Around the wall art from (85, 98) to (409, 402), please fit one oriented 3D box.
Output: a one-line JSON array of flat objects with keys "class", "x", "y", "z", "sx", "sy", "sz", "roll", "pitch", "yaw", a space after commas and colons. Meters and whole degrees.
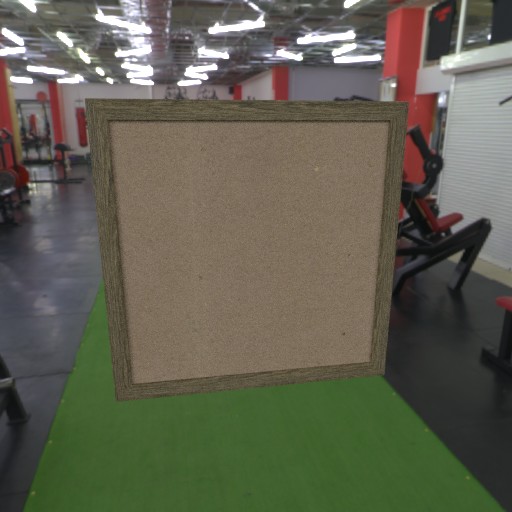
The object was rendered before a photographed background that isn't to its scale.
[{"class": "wall art", "x": 0.000, "y": 0.000, "z": 0.766, "sx": 0.508, "sy": 0.508, "sz": 0.019, "roll": -3, "pitch": 17, "yaw": -10}]
